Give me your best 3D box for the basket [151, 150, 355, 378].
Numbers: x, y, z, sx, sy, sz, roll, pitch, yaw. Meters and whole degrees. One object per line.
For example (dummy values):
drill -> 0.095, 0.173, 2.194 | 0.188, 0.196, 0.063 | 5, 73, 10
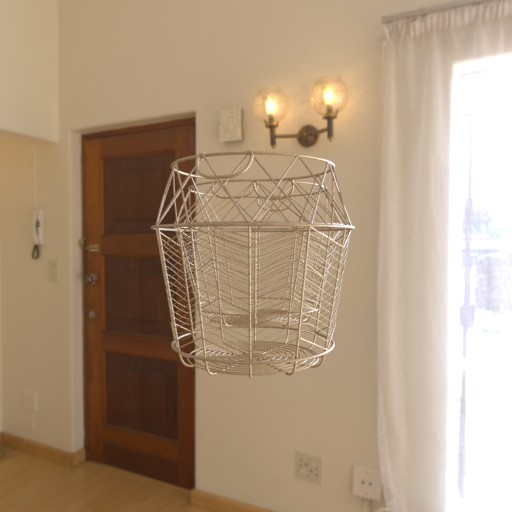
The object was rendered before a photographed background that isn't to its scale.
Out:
basket -> 0.000, 0.000, 0.997 | 0.451, 0.343, 0.805 | 0, 2, 1
